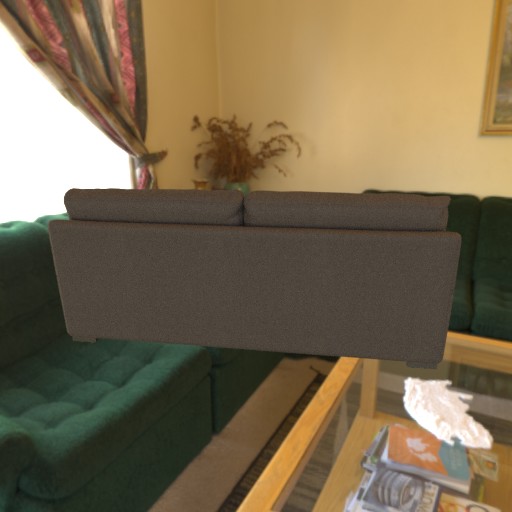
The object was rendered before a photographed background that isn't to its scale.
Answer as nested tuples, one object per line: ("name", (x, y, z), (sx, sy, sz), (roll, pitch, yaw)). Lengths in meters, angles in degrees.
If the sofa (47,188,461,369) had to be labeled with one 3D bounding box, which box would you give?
("sofa", (0.000, 0.000, 2.910), (2.271, 0.950, 1.140), (2, 15, 9))
